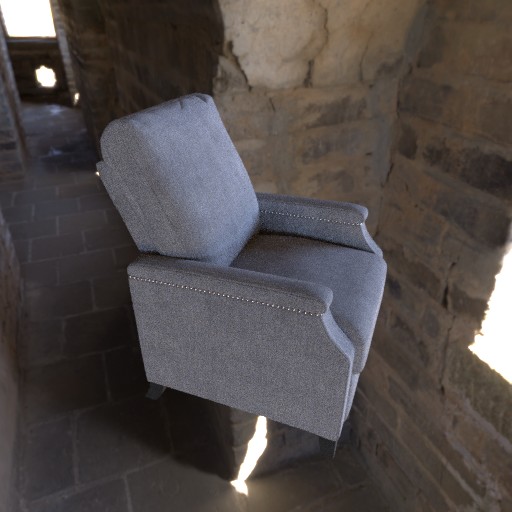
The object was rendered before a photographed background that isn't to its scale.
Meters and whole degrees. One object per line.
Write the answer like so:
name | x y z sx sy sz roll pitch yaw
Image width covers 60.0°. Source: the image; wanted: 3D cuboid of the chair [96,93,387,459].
chair | 0.000 0.000 1.646 0.922 1.049 0.710 11 32 18
